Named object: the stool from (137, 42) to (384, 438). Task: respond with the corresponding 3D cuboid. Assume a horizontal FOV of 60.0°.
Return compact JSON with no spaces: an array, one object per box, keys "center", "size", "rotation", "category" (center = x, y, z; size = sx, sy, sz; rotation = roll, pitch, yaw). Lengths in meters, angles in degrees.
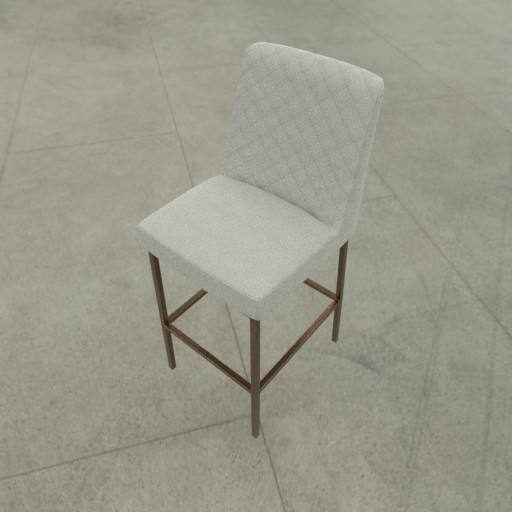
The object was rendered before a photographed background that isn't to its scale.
[{"center":[0.000,0.000,1.389],"size":[0.462,1.084,0.546],"rotation":[30,52,27],"category":"stool"}]
